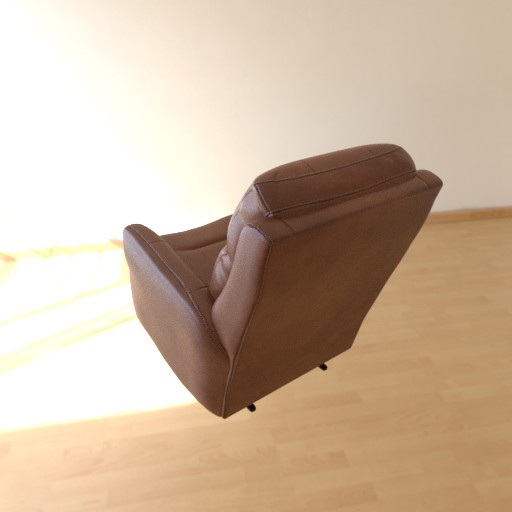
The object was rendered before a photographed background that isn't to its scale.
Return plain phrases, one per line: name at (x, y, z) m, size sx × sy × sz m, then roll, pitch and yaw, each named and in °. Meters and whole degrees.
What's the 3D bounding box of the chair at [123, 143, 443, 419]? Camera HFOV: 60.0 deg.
chair at (0.000, 0.000, 1.759) m, size 0.821 × 1.016 × 1.072 m, roll -20°, pitch 35°, yaw -30°
